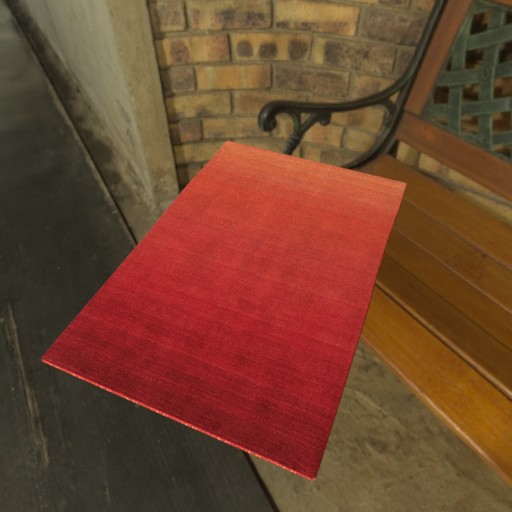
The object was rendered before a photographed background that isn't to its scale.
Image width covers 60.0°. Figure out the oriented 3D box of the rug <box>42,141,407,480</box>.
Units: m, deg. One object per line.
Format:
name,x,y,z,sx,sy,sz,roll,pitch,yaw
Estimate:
rug,0.000,0.000,2.293,1.230,0.018,1.835,17,49,16
